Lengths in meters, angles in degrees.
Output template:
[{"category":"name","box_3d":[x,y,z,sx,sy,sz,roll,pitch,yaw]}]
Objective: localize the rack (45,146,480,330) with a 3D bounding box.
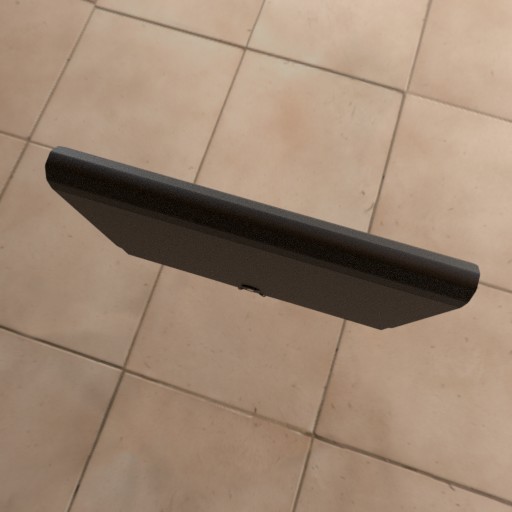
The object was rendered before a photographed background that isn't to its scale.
[{"category":"rack","box_3d":[0.000,0.000,0.442,0.330,0.241,0.041,16,77,4]}]
